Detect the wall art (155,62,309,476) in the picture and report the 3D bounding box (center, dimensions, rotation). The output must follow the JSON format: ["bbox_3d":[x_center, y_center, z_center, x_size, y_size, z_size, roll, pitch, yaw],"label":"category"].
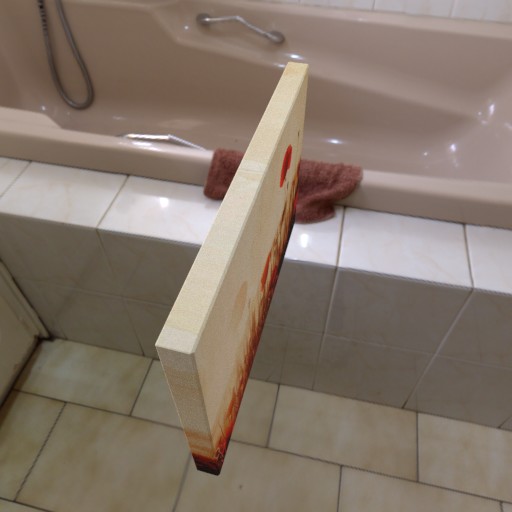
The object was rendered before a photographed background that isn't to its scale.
[{"bbox_3d":[0.000,0.000,0.770,0.040,0.402,0.613,11,50,10],"label":"wall art"}]
